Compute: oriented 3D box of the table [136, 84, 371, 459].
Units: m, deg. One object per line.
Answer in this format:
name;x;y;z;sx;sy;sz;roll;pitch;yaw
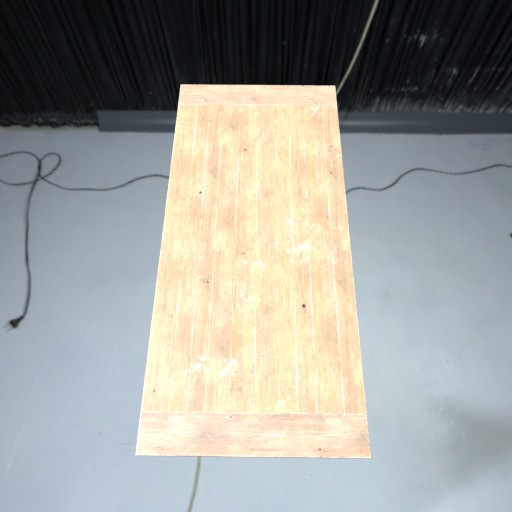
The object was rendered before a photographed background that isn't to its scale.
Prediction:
table;0.000;0.000;2.156;0.820;0.465;1.800;1;63;0
